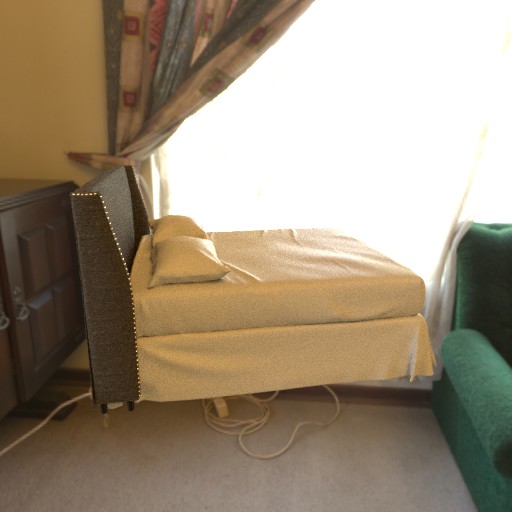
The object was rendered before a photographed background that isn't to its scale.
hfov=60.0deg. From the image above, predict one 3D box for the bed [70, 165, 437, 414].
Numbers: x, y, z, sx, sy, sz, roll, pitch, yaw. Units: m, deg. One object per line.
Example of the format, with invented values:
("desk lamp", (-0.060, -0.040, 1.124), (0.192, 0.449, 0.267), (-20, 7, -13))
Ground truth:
("bed", (0.000, 0.000, 3.494), (2.276, 1.332, 1.925), (-3, 16, -10))
